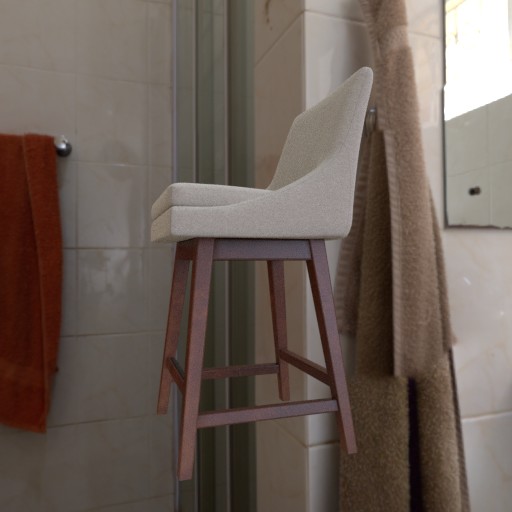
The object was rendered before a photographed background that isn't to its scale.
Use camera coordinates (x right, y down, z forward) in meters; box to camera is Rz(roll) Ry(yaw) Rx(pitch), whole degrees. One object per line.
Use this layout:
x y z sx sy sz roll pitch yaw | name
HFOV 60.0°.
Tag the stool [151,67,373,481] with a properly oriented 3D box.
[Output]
0.000 0.000 1.278 0.559 0.991 0.469 0 0 -19 | stool
